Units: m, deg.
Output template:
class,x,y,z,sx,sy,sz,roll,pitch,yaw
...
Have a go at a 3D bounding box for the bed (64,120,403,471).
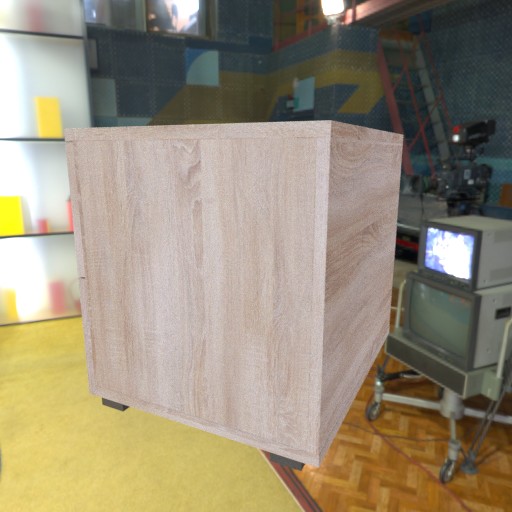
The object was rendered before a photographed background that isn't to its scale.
class,x,y,z,sx,sy,sz,roll,pitch,yaw
bed,0.000,0.000,0.782,0.401,0.420,0.460,7,15,26
